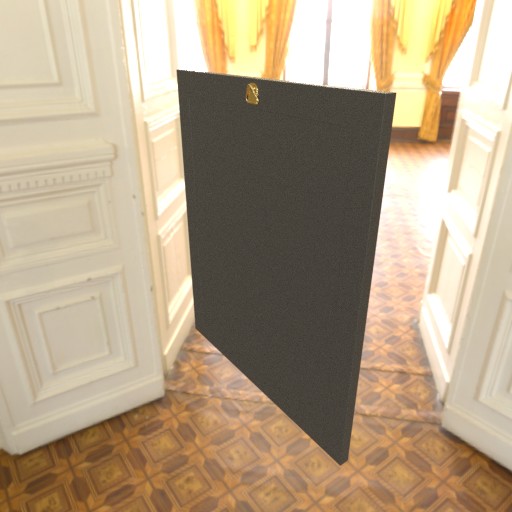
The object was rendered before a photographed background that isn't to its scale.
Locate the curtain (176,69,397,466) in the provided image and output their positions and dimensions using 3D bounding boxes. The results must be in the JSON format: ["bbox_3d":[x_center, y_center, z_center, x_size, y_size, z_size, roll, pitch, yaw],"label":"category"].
[{"bbox_3d":[0.000,0.000,0.784,0.027,0.585,0.483,-18,32,-32],"label":"curtain"}]
